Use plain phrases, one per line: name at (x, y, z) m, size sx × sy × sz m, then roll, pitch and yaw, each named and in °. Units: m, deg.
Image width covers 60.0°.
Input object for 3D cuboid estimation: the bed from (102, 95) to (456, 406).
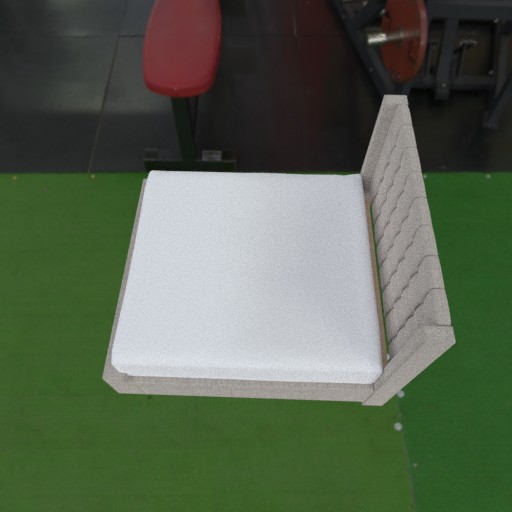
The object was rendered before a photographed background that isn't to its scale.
bed at (0.000, 0.000, 3.775) m, size 2.372 × 1.748 × 2.044 m, roll 2°, pitch 60°, yaw 1°
